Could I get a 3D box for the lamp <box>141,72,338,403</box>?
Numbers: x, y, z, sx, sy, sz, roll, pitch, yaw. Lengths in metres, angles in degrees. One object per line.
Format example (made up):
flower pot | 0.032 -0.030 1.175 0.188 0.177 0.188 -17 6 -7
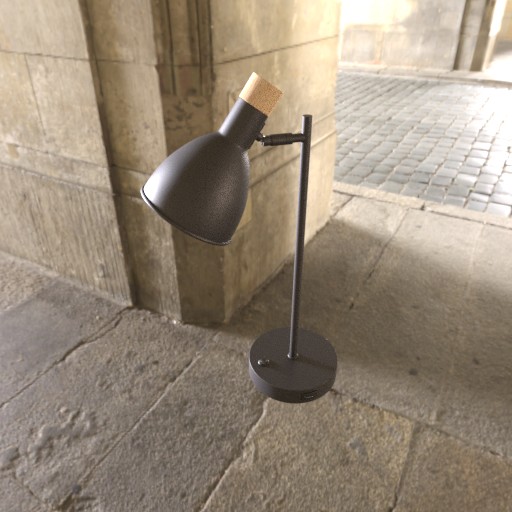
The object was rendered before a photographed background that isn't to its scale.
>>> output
lamp | 0.000 0.000 0.623 0.287 0.483 0.152 -9 33 -14
